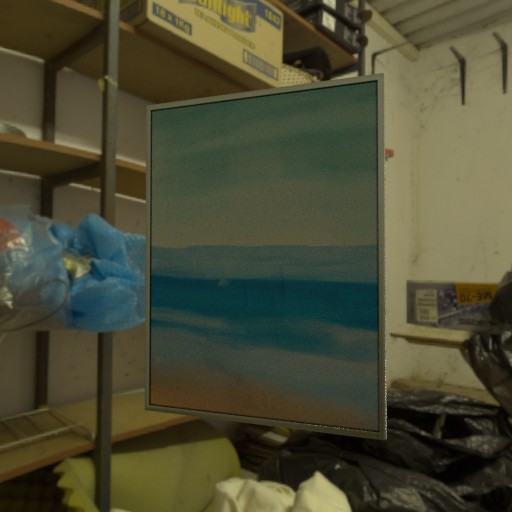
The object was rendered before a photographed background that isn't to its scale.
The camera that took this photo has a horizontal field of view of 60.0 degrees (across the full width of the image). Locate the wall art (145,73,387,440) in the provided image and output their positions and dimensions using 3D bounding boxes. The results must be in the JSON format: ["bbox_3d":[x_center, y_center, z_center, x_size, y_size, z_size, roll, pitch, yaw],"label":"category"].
[{"bbox_3d":[0.000,0.000,1.432,0.803,1.062,0.041,0,-1,19],"label":"wall art"}]
